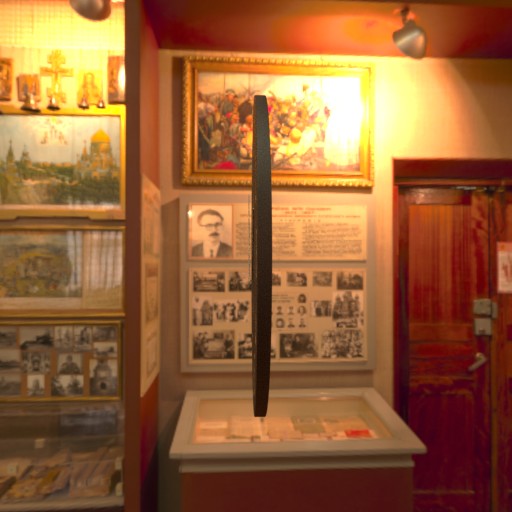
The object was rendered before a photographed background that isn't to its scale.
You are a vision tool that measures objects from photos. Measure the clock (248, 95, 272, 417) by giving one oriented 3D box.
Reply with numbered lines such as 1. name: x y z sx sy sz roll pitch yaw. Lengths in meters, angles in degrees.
1. clock: 0.000 0.000 0.872 0.029 0.595 0.595 0 -1 -1
